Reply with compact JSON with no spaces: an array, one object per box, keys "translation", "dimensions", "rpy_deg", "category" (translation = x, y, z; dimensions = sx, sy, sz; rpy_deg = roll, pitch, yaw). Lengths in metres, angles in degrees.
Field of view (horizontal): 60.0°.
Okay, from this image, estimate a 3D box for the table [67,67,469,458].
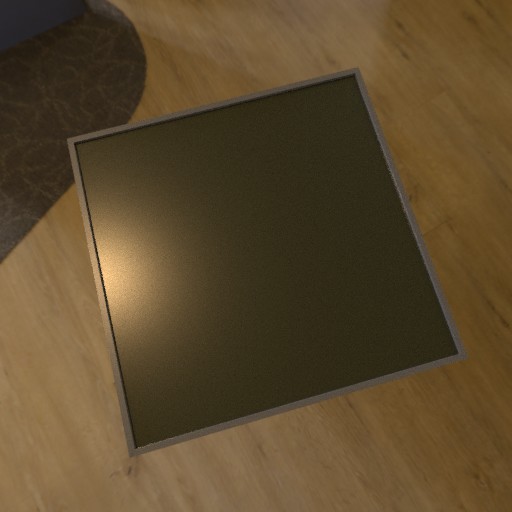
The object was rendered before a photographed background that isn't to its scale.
[{"translation":[0.000,0.000,1.237],"dimensions":[0.801,0.299,0.801],"rpy_deg":[-15,77,-4],"category":"table"}]
